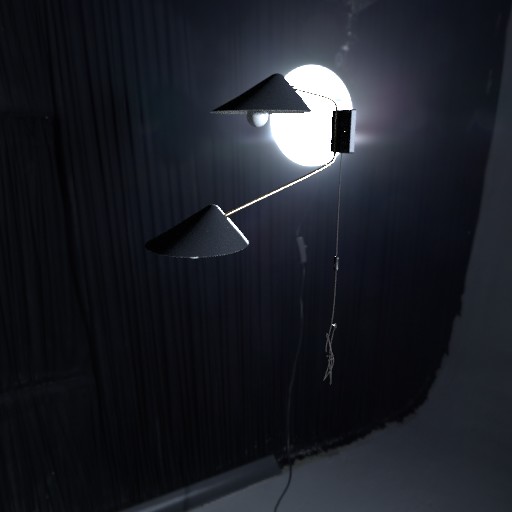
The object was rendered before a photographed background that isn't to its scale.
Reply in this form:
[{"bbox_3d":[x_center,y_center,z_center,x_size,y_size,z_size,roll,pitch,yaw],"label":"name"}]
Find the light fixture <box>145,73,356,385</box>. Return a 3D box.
[{"bbox_3d":[0.000,0.000,0.862,0.422,0.665,0.189,-8,18,-27],"label":"light fixture"}]
